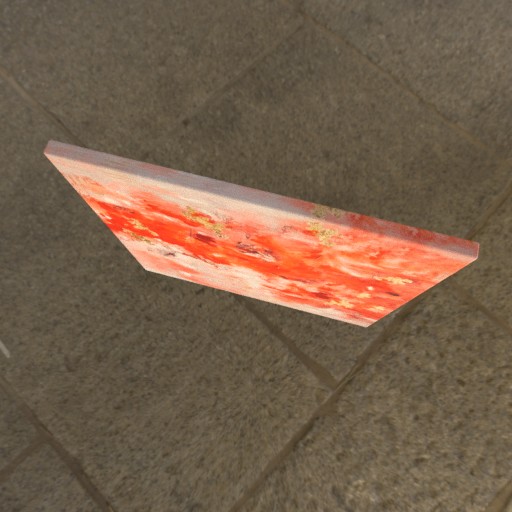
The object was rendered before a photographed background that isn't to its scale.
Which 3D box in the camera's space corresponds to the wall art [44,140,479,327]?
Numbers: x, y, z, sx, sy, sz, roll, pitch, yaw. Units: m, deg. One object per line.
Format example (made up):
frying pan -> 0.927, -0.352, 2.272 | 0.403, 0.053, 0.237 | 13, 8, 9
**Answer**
wall art -> 0.000, 0.000, 1.290 | 0.878, 0.878, 0.066 | 14, 73, 4
